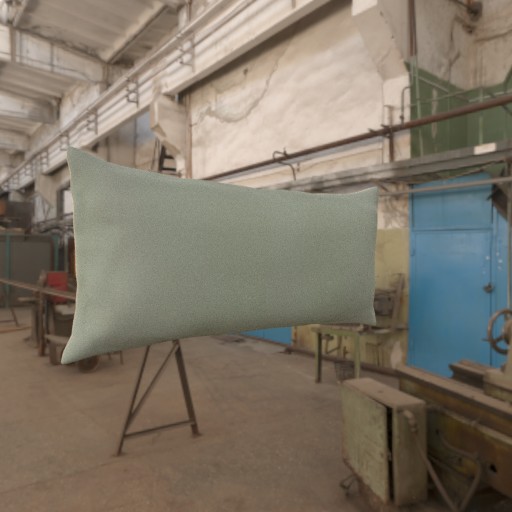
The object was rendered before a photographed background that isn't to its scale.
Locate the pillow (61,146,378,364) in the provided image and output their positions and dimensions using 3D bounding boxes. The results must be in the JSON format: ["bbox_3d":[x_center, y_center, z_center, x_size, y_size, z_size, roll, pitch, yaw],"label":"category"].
[{"bbox_3d":[0.000,0.000,0.742,0.610,0.287,0.151,0,0,-35],"label":"pillow"}]
